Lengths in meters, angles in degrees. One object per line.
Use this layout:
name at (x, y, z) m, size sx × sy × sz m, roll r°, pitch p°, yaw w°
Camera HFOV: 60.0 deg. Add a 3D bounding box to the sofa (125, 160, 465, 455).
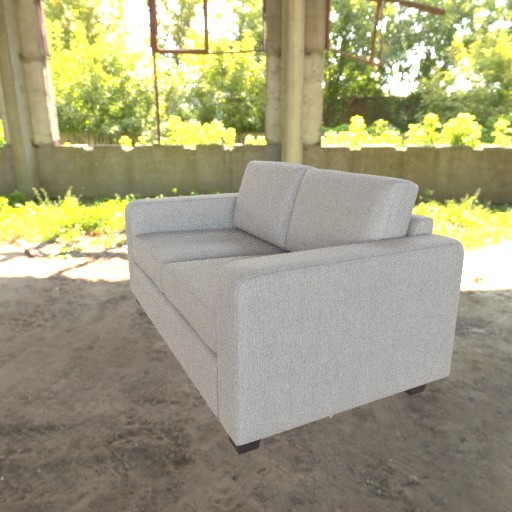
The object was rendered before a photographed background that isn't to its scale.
sofa at (0.000, 0.000, 2.038) m, size 0.900 × 0.800 × 1.540 m, roll -8°, pitch 17°, yaw -26°
